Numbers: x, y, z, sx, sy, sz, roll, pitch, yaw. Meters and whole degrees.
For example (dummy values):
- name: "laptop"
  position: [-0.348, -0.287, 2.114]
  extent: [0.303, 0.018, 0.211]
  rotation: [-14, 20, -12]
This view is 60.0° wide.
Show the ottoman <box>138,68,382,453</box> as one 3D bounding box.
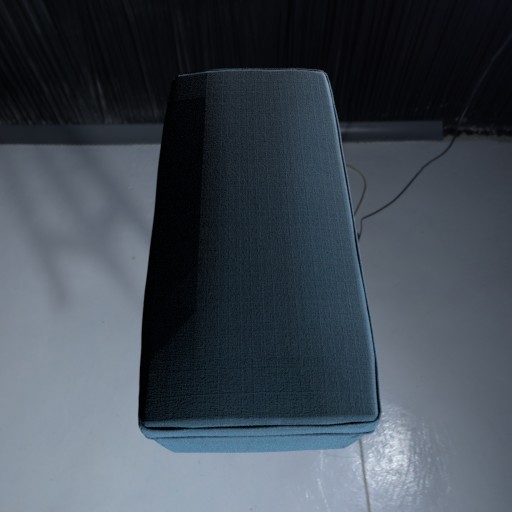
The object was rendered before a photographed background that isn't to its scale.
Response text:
- name: "ottoman"
  position: [0.000, 0.000, 1.179]
  extent: [0.474, 0.474, 0.943]
  rotation: [-1, 61, -1]
